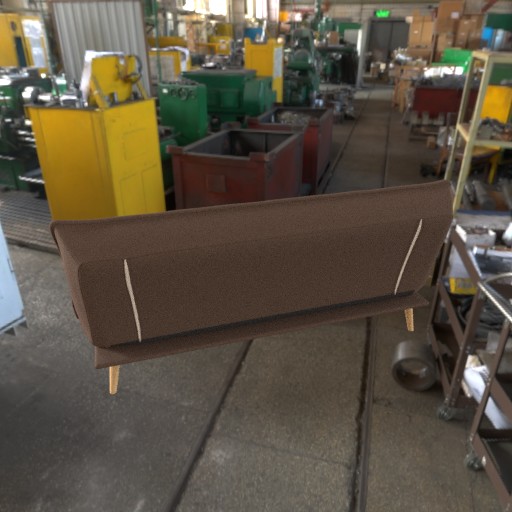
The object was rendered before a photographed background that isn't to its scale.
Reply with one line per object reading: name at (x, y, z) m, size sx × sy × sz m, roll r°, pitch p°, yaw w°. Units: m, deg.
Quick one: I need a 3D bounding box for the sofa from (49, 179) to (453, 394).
sofa at (0.000, 0.000, 2.491) m, size 1.940 × 0.890 × 0.950 m, roll -8°, pitch 28°, yaw -16°
